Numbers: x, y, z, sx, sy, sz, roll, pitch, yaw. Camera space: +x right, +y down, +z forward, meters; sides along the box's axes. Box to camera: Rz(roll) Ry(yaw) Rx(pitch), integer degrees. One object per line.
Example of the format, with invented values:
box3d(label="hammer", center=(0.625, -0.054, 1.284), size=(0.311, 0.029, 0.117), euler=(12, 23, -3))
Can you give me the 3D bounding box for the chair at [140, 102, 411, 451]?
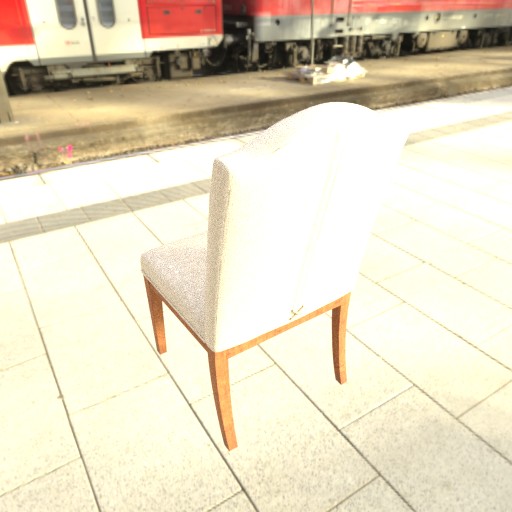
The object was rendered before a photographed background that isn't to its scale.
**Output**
box3d(label="chair", center=(0.000, 0.000, 1.375), size=(0.534, 1.012, 0.648), euler=(-20, 36, -29))
